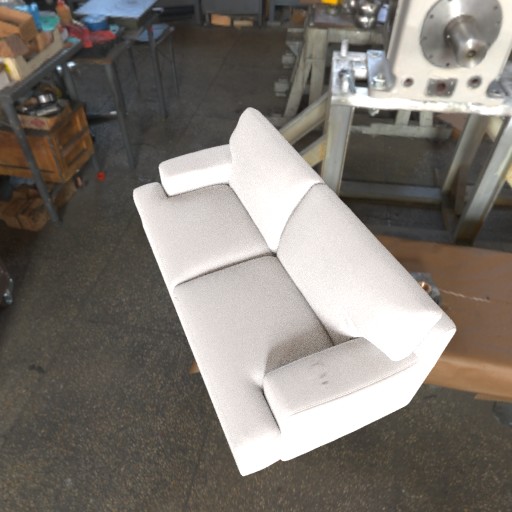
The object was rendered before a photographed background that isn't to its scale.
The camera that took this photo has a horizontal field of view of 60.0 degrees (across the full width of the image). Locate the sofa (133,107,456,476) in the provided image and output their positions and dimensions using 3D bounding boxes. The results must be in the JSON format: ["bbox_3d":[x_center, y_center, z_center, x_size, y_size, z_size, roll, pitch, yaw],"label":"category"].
[{"bbox_3d":[0.000,0.000,2.826,1.143,0.940,2.261,-17,48,-16],"label":"sofa"}]
